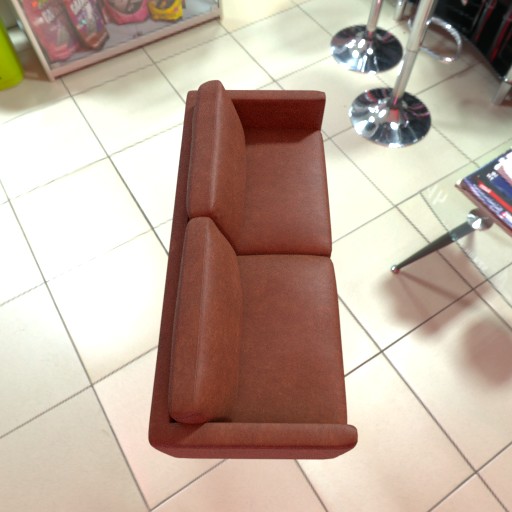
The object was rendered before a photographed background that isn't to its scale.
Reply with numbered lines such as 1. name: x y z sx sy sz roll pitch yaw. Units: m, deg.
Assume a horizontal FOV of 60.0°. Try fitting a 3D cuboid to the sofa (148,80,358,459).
1. sofa: 0.000 0.000 2.682 0.950 0.932 2.204 0 62 0
